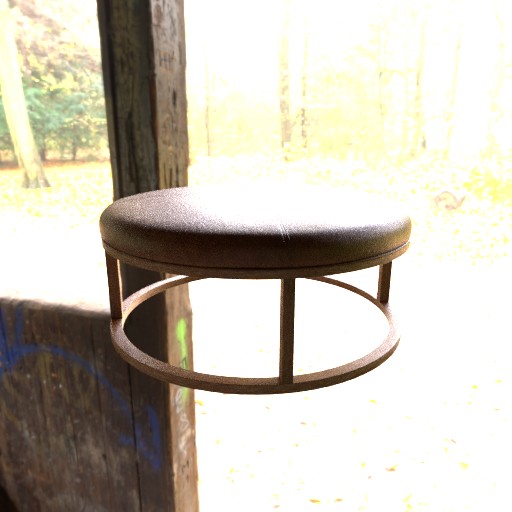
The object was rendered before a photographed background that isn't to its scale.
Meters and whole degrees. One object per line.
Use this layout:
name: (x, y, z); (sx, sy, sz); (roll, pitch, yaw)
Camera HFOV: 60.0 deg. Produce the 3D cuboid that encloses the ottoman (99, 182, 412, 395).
ottoman: (0.000, 0.000, 1.532); (1.006, 0.445, 1.006); (0, 16, 0)
